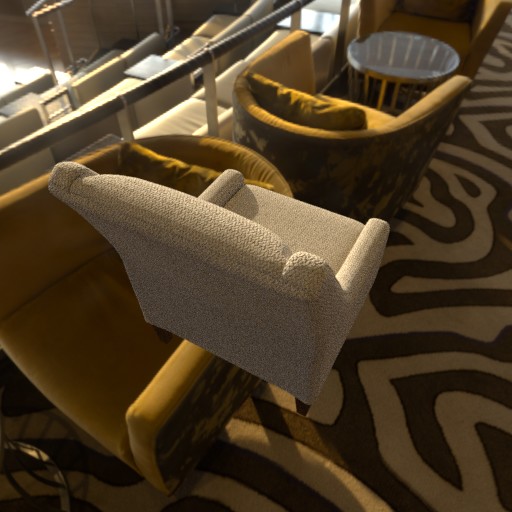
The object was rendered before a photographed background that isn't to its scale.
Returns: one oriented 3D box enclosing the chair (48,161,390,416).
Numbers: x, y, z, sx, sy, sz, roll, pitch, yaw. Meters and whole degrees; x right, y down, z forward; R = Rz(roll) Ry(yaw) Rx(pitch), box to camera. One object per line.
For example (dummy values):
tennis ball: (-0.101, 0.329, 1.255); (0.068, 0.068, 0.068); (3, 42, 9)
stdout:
chair: (0.000, 0.000, 1.600); (0.774, 1.014, 0.870); (22, 51, 20)
